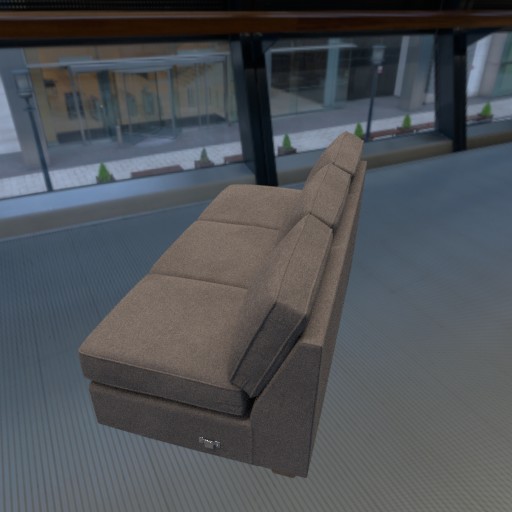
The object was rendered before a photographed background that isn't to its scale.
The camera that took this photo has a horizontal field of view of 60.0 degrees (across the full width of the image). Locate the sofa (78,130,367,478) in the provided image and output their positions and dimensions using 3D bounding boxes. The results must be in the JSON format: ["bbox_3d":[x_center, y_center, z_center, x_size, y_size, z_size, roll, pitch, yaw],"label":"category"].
[{"bbox_3d":[0.000,0.000,2.506,1.027,0.973,1.962,9,32,14],"label":"sofa"}]
